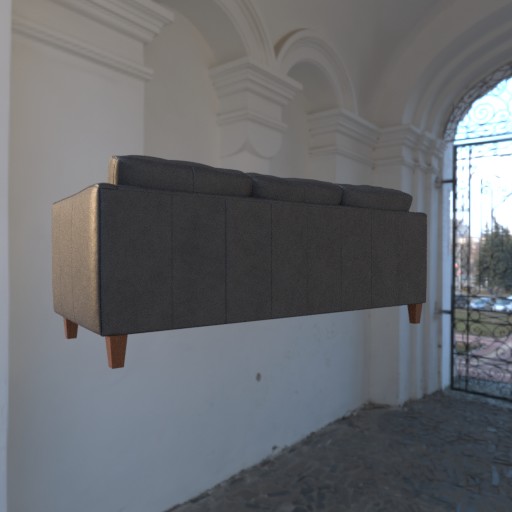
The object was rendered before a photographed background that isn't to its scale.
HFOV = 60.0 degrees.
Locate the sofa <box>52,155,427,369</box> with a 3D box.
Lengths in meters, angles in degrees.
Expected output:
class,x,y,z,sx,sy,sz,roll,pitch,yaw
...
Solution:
class,x,y,z,sx,sy,sz,roll,pitch,yaw
sofa,0.000,0.000,3.049,2.464,1.006,1.045,0,0,-35
